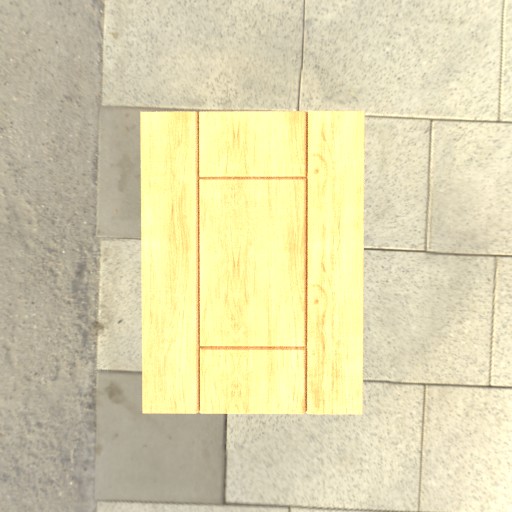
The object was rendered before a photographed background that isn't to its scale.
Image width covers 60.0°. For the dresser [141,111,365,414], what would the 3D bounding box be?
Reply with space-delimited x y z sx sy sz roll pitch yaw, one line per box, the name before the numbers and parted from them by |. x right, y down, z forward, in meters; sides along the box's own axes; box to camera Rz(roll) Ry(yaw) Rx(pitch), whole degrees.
dresser | 0.000 0.000 1.298 0.390 1.041 0.531 0 92 1
